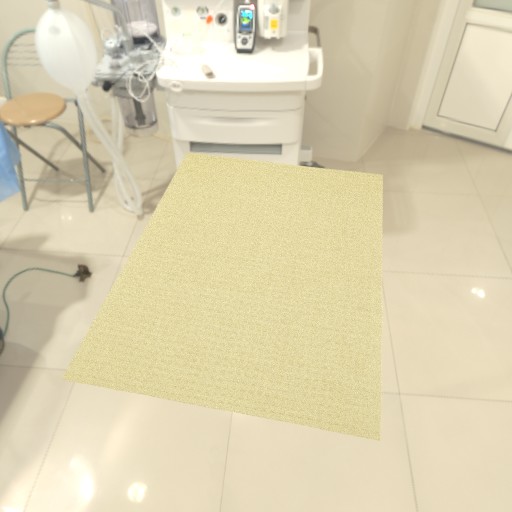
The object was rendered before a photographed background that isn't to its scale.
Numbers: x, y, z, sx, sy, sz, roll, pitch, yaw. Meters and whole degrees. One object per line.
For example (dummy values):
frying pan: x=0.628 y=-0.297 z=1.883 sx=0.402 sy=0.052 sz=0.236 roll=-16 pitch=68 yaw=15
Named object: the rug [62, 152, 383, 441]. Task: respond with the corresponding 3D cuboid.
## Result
rug: x=0.000 y=0.000 z=4.371 sx=2.452 sy=0.016 sz=3.204 roll=8 pitch=47 yaw=8
